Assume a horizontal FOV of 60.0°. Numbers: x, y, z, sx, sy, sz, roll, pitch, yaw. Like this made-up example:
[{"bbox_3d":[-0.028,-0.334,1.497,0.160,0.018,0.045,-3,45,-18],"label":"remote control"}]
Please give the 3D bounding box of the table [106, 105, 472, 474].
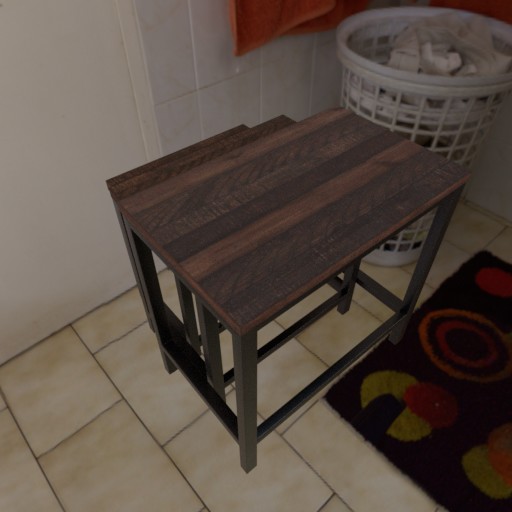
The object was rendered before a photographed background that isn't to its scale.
[{"bbox_3d":[0.000,0.000,1.169,0.608,0.616,0.660,-31,53,-27],"label":"table"}]
